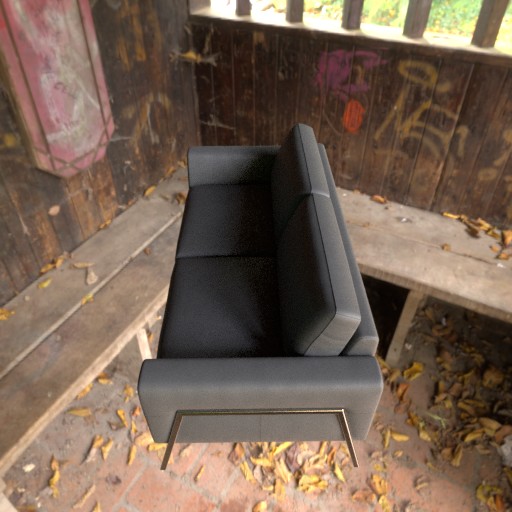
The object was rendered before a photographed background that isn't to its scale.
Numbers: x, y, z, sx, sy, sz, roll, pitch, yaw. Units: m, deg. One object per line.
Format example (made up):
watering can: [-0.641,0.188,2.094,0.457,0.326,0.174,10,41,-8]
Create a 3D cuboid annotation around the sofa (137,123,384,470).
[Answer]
sofa: [0.000,0.000,2.540,0.953,0.875,2.017,-1,41,-1]
